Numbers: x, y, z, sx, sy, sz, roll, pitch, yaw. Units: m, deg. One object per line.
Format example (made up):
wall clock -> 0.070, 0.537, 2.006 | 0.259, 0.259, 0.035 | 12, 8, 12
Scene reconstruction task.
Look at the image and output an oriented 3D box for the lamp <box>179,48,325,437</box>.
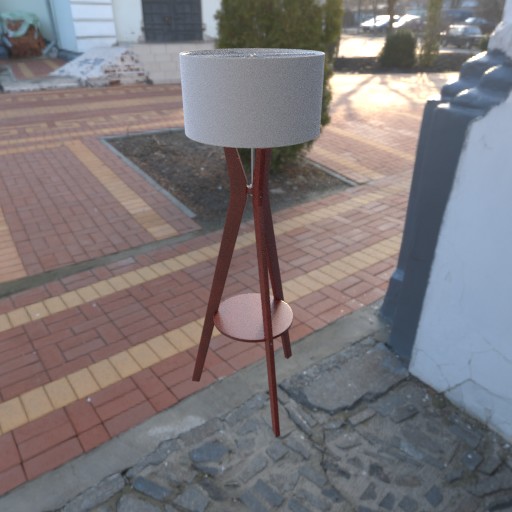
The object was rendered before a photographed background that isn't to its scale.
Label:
lamp -> 0.000, 0.000, 1.767 | 0.539, 1.472, 0.542 | -10, 30, -18
